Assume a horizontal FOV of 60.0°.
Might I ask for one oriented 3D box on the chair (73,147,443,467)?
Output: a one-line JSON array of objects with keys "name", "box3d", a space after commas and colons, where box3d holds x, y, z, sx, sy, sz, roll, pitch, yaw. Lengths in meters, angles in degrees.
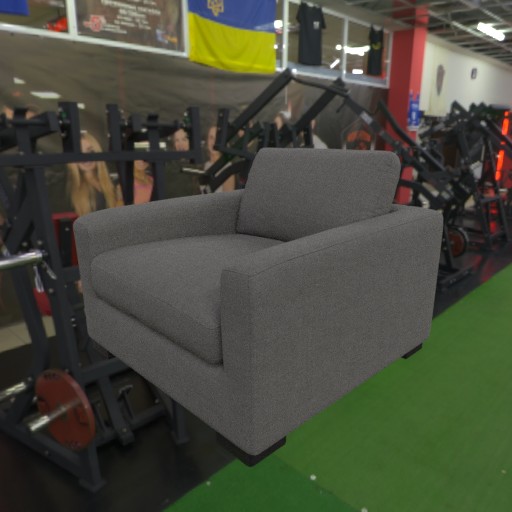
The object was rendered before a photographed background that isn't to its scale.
[{"name": "chair", "box3d": [0.000, 0.000, 1.835, 1.100, 0.847, 1.070, -15, 21, -42]}]
